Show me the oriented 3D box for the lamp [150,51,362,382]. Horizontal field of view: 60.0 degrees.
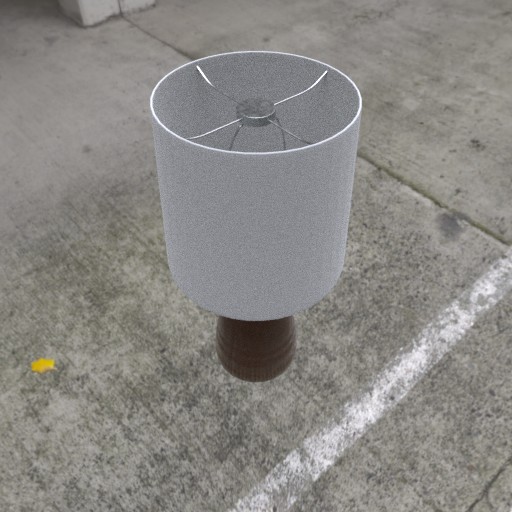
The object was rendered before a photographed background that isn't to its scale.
[{"bbox_3d":[0.000,0.000,0.481,0.186,0.369,0.186,0,47,0],"label":"lamp"}]
